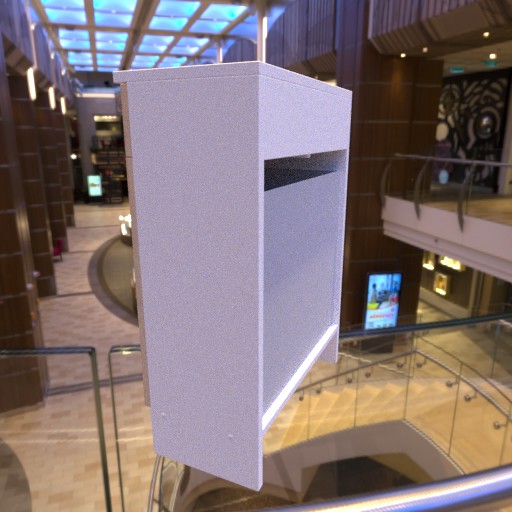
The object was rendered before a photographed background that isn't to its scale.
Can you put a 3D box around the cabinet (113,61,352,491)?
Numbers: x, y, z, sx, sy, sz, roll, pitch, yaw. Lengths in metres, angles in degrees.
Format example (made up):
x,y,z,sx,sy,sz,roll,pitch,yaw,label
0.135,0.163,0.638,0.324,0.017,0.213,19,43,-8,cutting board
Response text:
x,y,z,sx,sy,sz,roll,pitch,yaw,label
0.000,0.000,1.118,0.296,0.815,0.600,7,17,24,cabinet
